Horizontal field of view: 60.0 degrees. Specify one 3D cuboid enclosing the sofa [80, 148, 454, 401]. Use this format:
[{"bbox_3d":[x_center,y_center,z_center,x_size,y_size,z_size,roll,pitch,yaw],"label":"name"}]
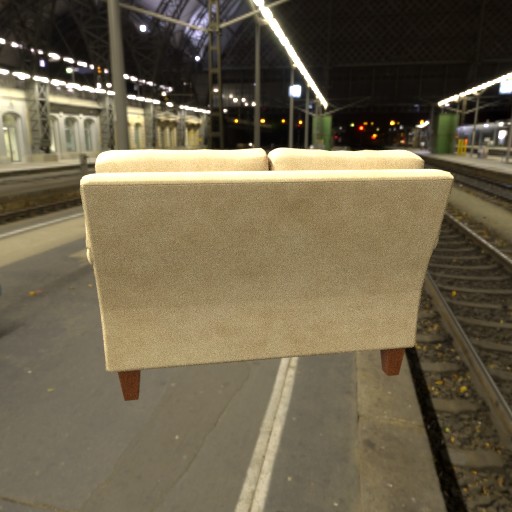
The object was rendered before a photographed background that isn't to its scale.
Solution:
[{"bbox_3d":[0.000,0.000,2.276,1.498,1.087,1.086,-3,15,-10],"label":"sofa"}]
